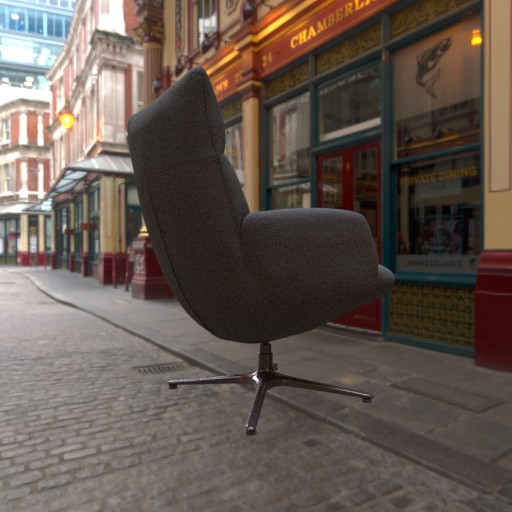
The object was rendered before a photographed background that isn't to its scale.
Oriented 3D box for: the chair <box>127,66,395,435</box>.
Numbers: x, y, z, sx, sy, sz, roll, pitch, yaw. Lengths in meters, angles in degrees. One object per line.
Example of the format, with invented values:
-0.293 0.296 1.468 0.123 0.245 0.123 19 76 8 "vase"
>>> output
0.000 0.000 1.554 0.831 0.984 0.702 0 0 -35 "chair"
